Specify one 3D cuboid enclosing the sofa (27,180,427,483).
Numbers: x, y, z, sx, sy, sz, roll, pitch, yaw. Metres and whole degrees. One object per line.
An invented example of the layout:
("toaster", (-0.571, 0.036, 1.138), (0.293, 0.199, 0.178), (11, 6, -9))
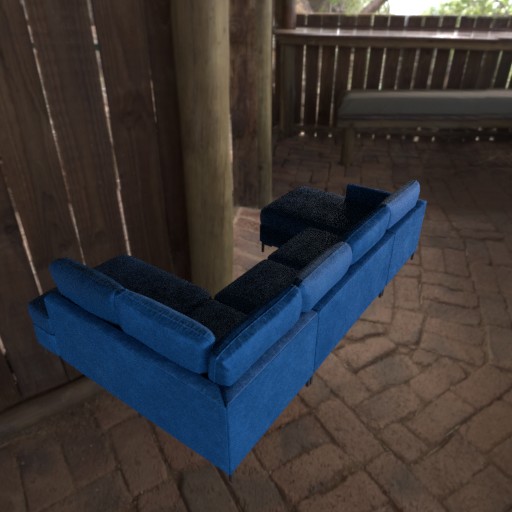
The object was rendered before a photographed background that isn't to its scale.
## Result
("sofa", (0.000, 0.000, 4.181), (2.055, 0.992, 3.434), (20, 36, 30))
